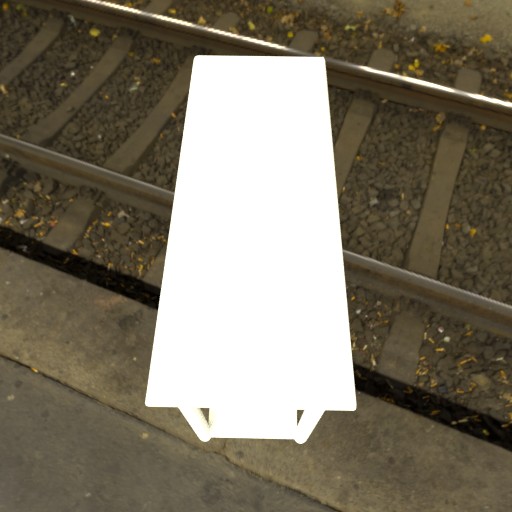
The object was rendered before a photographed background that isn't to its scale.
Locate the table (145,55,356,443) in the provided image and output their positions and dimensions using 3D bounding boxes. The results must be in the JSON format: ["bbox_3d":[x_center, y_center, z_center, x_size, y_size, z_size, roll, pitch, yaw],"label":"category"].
[{"bbox_3d":[0.000,0.000,1.552,0.459,0.740,1.184,1,59,1],"label":"table"}]
